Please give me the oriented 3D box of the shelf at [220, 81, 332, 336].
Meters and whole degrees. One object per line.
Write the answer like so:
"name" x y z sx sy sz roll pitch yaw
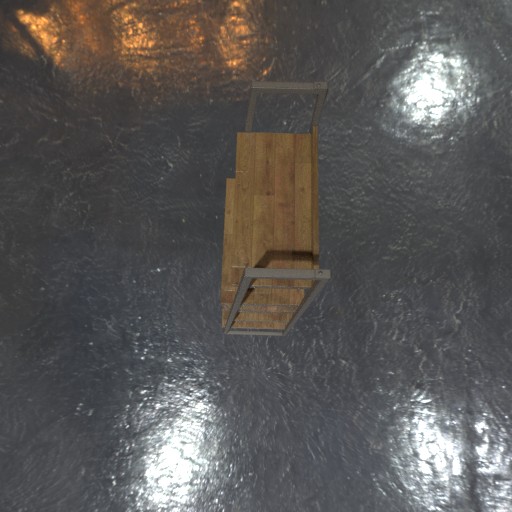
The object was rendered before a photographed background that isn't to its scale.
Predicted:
"shelf" 0.000 0.000 2.321 0.454 2.005 0.652 2 75 0
